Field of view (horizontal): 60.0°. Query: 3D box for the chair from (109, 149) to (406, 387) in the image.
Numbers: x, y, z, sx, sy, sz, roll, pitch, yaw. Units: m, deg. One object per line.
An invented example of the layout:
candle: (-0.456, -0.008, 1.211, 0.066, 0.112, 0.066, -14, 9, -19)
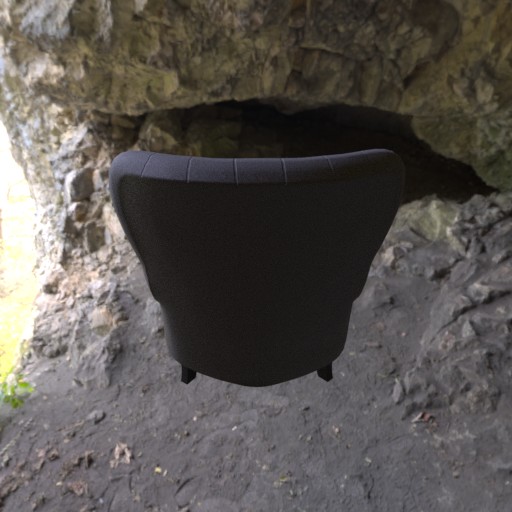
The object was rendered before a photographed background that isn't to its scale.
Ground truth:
chair: (0.000, 0.000, 1.815, 0.983, 1.046, 0.983, -1, 29, -1)
